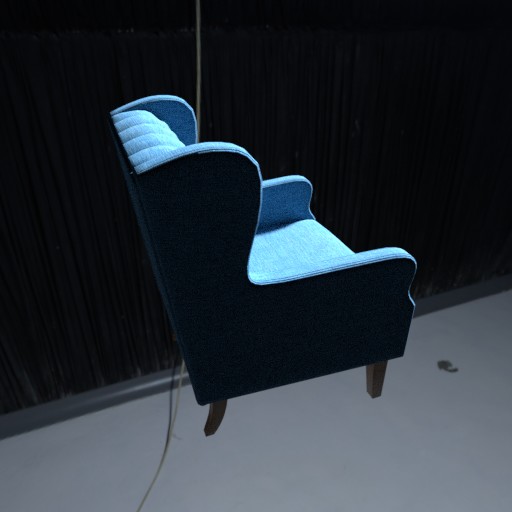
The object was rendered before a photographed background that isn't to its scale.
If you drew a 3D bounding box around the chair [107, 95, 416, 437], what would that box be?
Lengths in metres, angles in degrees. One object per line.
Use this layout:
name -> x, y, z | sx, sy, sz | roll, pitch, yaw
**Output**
chair -> 0.000, 0.000, 1.482 | 0.775, 0.952, 0.711 | -11, 32, -18
